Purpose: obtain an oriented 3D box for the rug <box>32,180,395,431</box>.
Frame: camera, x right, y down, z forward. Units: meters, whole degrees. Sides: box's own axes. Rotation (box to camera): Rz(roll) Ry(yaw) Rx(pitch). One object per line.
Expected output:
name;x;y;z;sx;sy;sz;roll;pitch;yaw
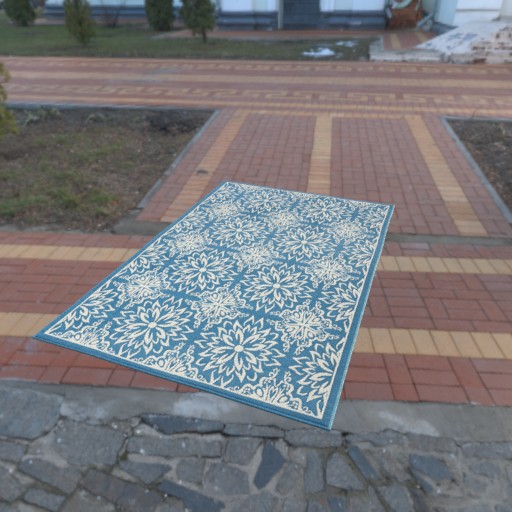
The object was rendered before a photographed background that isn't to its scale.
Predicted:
rug;0.000;0.000;3.499;1.830;0.018;2.769;11;33;18
